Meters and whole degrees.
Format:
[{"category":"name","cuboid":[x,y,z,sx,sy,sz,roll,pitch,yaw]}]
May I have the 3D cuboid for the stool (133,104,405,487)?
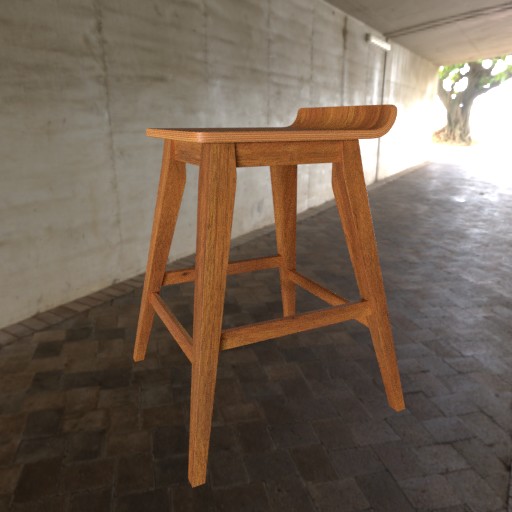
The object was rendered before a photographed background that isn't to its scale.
[{"category":"stool","cuboid":[0.000,0.000,1.008,0.500,0.650,0.500,-8,19,-25]}]
